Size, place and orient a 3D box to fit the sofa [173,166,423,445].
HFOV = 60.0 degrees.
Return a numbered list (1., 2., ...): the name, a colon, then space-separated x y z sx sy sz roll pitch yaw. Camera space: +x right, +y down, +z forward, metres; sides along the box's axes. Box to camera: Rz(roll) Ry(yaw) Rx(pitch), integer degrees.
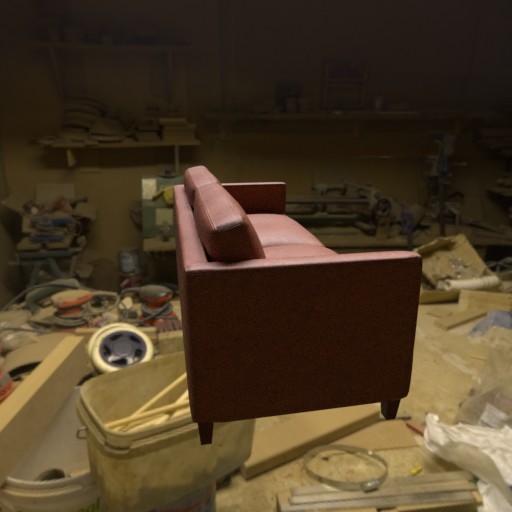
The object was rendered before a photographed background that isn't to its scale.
1. sofa: 0.000 0.000 2.723 0.950 0.932 2.204 -3 17 -11
